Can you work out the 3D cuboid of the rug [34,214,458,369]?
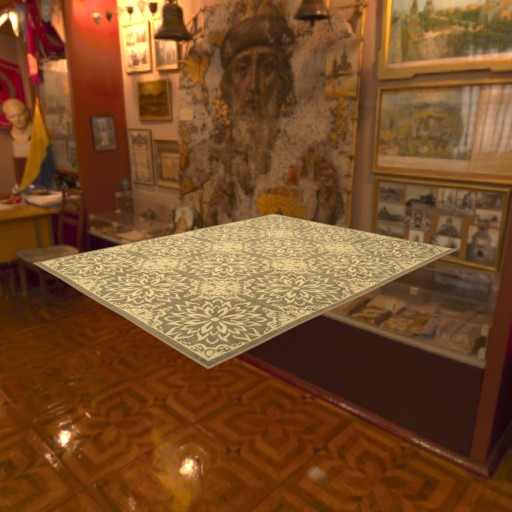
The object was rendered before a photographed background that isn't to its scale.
[{"bbox_3d":[0.000,0.000,3.956,2.980,0.012,2.363,-16,23,-42],"label":"rug"}]
